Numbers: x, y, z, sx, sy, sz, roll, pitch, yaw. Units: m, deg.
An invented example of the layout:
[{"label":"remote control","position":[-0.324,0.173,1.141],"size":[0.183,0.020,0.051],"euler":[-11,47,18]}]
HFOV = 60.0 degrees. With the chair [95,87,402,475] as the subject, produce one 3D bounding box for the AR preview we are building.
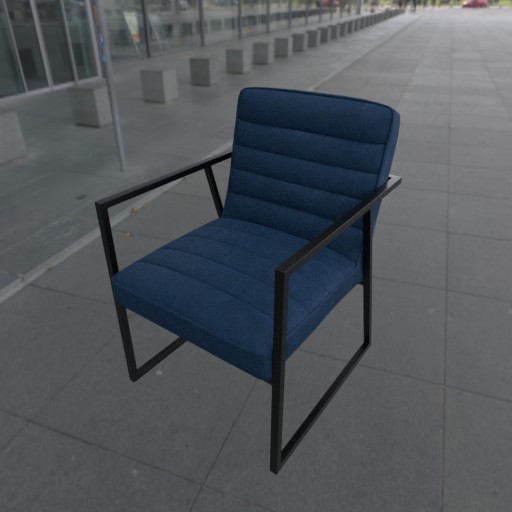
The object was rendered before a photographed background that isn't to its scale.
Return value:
[{"label":"chair","position":[0.000,0.000,1.295],"size":[0.571,0.833,0.677],"euler":[20,36,30]}]
